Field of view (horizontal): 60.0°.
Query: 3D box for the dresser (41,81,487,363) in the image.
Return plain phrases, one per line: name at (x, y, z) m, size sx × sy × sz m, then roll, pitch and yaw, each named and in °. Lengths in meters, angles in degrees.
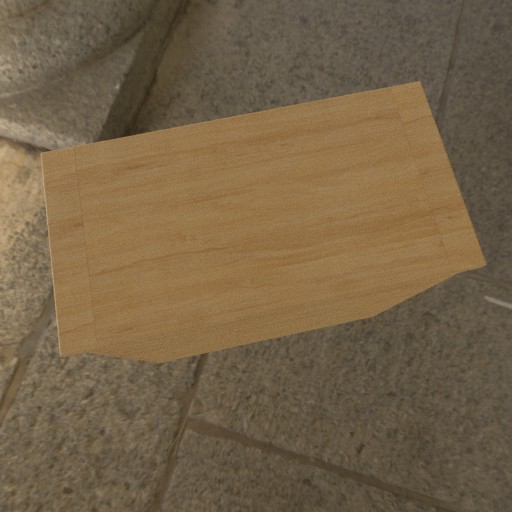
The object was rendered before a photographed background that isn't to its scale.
dresser at (0.000, 0.000, 1.214) m, size 0.800 × 0.730 × 0.410 m, roll -12°, pitch 75°, yaw -3°
